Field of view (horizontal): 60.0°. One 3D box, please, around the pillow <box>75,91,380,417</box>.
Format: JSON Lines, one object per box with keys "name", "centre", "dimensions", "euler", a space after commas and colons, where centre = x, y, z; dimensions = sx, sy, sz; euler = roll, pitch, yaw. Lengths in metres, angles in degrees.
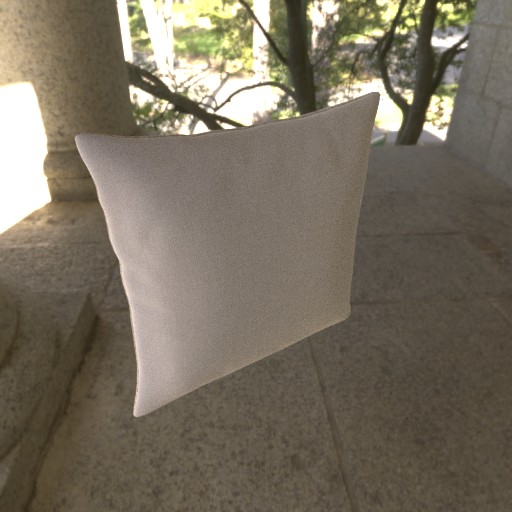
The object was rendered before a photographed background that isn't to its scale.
{"name": "pillow", "centre": [0.000, 0.000, 0.785], "dimensions": [0.523, 0.510, 0.166], "euler": [-18, 35, -28]}
